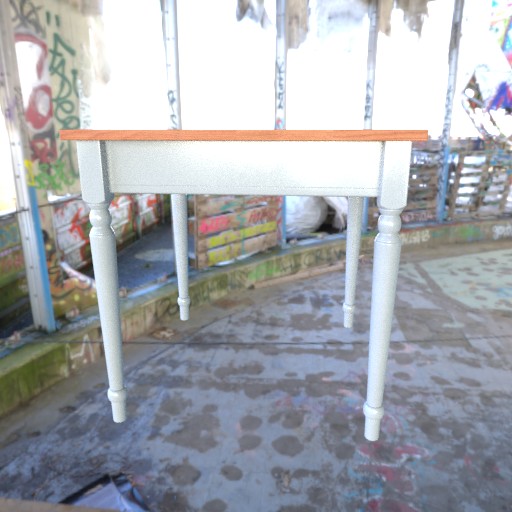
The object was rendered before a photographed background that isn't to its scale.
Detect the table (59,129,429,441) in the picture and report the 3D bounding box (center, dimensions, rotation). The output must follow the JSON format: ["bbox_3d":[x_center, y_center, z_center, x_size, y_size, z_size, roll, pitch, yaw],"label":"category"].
[{"bbox_3d":[0.000,0.000,1.344,0.747,0.738,0.747,2,16,6],"label":"table"}]
